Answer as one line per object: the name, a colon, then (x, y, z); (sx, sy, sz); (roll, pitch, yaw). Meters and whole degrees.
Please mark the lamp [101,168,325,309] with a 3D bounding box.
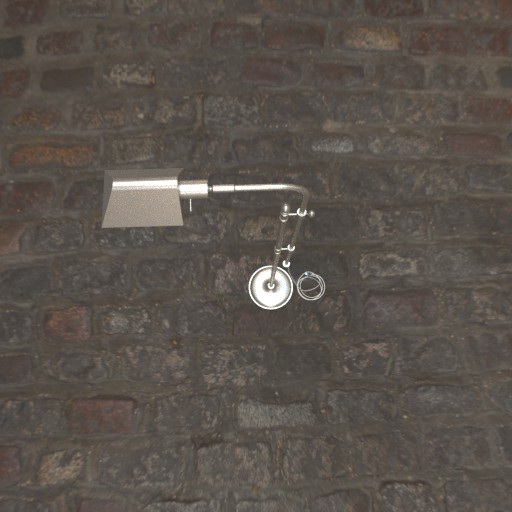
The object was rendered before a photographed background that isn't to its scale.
lamp: (0.000, 0.000, 1.846); (0.813, 1.571, 0.256); (-2, 76, 0)
